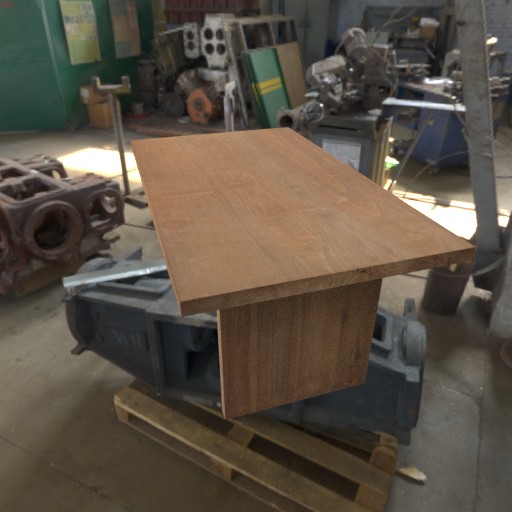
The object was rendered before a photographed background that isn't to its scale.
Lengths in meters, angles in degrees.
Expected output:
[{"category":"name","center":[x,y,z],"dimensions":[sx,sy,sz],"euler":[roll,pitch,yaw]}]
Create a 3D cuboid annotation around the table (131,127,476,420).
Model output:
[{"category":"table","center":[0.000,0.000,2.138],"dimensions":[0.946,0.780,1.609],"euler":[-9,31,-16]}]
